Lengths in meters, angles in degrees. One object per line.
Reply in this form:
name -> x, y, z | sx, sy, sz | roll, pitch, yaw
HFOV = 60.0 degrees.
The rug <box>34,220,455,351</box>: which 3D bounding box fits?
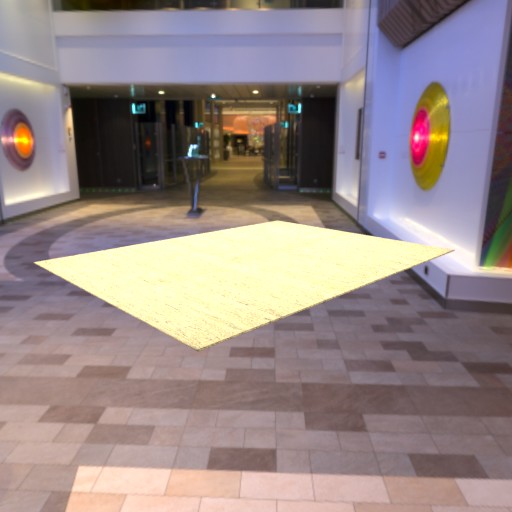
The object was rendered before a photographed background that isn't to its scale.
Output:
rug -> 0.000, 0.000, 4.218 | 3.201, 0.014, 2.437 | -13, 19, -42
